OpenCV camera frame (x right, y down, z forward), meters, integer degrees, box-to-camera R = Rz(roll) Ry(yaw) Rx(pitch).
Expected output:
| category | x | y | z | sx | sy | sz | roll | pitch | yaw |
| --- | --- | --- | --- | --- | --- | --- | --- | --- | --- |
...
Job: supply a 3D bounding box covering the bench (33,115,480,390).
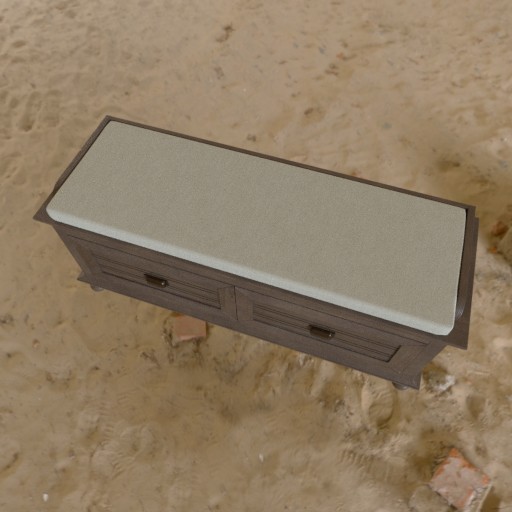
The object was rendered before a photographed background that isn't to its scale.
| category | x | y | z | sx | sy | sz | roll | pitch | yaw |
| --- | --- | --- | --- | --- | --- | --- | --- | --- | --- |
| bench | 0.000 | 0.000 | 1.410 | 1.185 | 0.501 | 0.402 | 16 | 60 | 10 |
